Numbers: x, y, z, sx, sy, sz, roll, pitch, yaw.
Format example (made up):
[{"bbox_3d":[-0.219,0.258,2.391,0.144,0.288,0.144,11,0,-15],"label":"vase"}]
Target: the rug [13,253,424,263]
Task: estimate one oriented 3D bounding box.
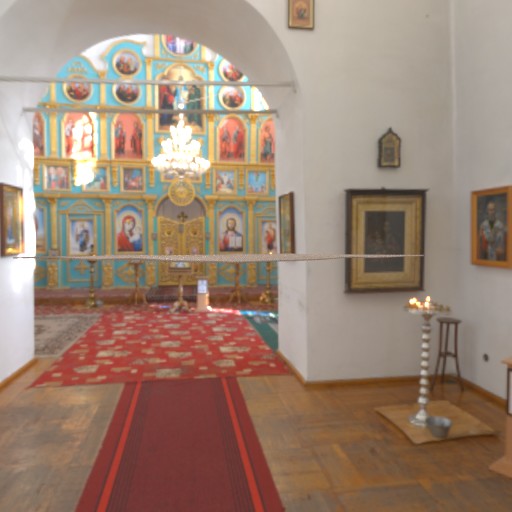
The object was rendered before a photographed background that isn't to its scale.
[{"bbox_3d":[0.000,0.000,2.969,1.524,0.015,2.439,1,1,36],"label":"rug"}]
